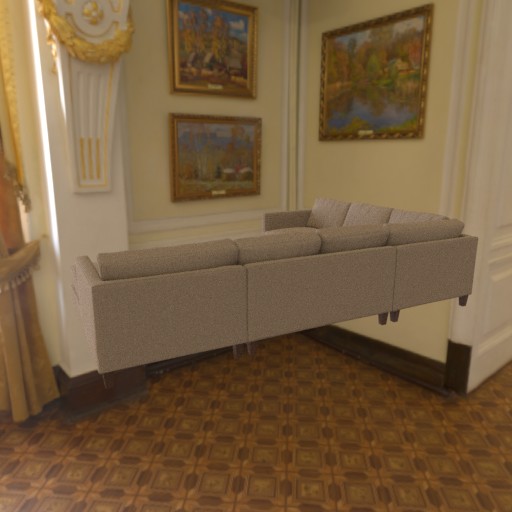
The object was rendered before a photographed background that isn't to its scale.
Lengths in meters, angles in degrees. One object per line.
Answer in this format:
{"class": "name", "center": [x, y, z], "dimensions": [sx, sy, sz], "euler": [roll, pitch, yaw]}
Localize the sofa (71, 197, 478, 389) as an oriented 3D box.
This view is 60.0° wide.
{"class": "sofa", "center": [0.000, 0.000, 4.452], "dimensions": [3.438, 0.865, 2.424], "euler": [-7, 15, -27]}
